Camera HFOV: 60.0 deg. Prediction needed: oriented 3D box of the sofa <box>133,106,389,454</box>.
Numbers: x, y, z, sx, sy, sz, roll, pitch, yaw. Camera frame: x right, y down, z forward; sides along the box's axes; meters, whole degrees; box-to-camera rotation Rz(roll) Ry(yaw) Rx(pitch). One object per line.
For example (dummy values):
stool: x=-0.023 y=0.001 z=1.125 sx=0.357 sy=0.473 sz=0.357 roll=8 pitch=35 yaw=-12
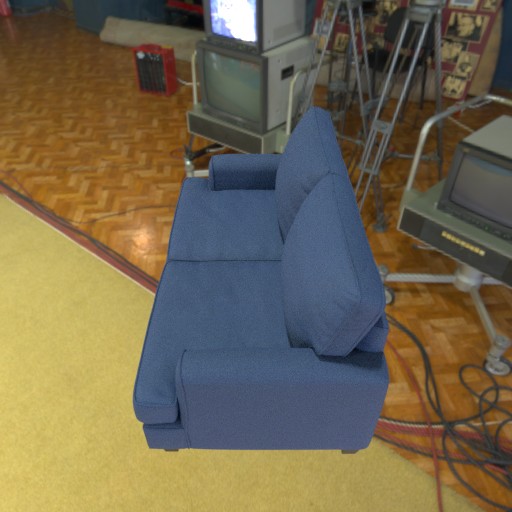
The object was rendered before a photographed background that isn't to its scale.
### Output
sofa: x=0.000 y=0.000 z=2.214 sx=0.965 sy=0.965 sz=1.651 roll=0 pitch=40 yaw=0
